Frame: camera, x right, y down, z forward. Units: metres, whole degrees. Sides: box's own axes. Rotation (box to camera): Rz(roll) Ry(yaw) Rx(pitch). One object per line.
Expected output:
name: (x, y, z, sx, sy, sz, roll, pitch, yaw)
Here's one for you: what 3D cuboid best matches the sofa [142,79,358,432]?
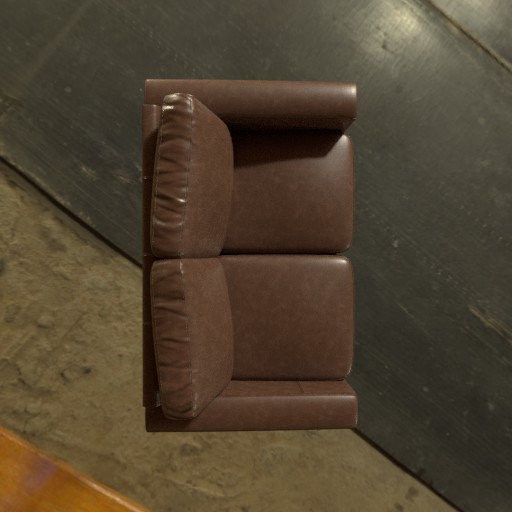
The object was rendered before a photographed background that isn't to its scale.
sofa: (0.000, 0.000, 2.152, 1.016, 0.873, 1.616, 0, 90, -3)
